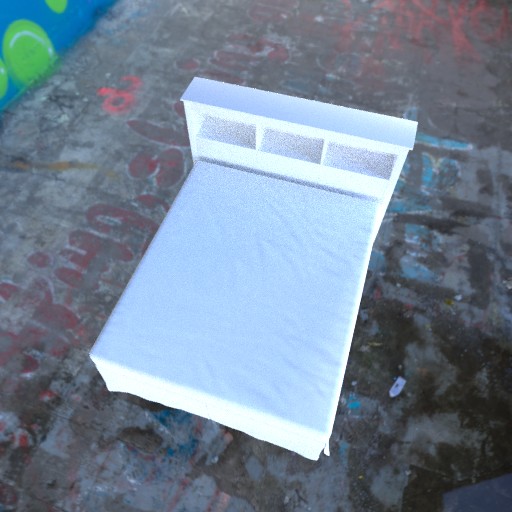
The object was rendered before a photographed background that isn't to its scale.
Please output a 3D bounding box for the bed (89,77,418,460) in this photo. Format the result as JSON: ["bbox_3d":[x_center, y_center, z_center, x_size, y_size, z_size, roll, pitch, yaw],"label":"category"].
[{"bbox_3d":[0.000,0.000,3.116,1.671,1.092,2.133,15,58,10],"label":"bed"}]
